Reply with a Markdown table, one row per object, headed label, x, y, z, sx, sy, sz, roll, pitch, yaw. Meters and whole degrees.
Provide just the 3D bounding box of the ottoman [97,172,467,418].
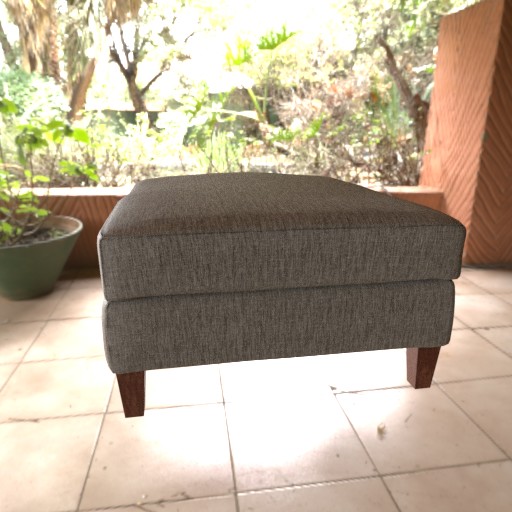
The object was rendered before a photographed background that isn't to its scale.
| label | x | y | z | sx | sy | sz | roll | pitch | yaw |
| --- | --- | --- | --- | --- | --- | --- | --- | --- | --- |
| ottoman | 0.000 | 0.000 | 1.451 | 0.839 | 0.492 | 0.994 | -3 | 16 | -9 |
